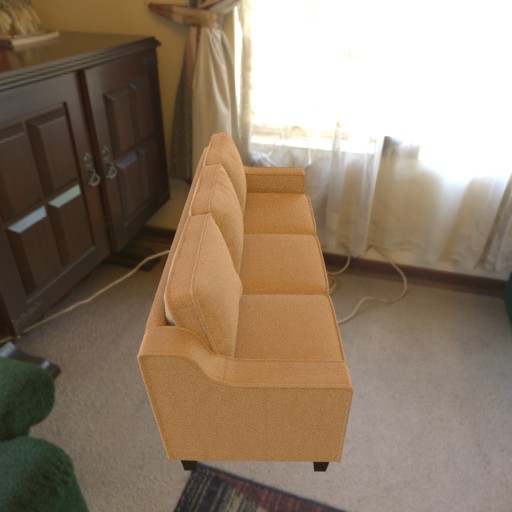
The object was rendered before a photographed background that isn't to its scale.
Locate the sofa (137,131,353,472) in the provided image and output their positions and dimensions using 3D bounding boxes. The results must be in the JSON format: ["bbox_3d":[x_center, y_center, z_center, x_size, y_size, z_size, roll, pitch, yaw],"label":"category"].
[{"bbox_3d":[0.000,0.000,2.532,0.791,0.902,2.131,0,32,0],"label":"sofa"}]
